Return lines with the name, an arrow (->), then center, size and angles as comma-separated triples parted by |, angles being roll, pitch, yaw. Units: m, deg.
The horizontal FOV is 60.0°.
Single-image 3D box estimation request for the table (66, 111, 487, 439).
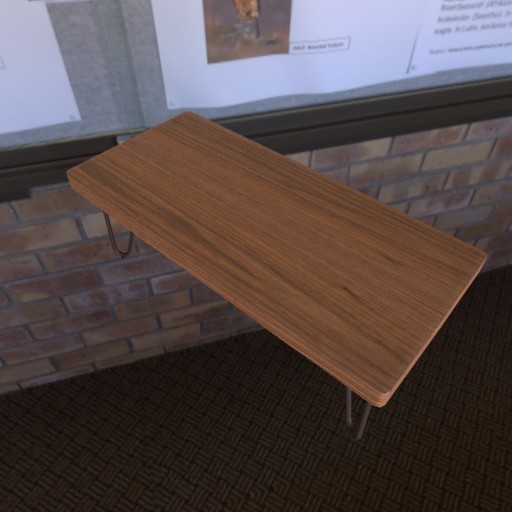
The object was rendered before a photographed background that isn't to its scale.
table -> 0.000, 0.000, 1.691 | 1.375, 0.468, 0.637 | 32, 54, 27
